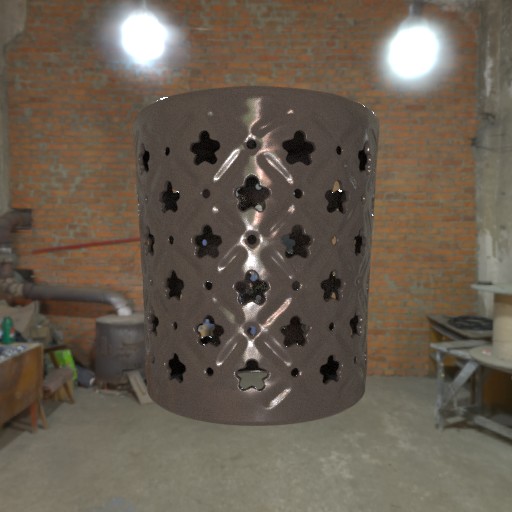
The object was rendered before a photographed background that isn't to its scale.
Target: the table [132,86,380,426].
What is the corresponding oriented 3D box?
[{"bbox_3d":[0.000,0.000,0.658,0.352,0.387,0.352,0,1,0],"label":"table"}]
